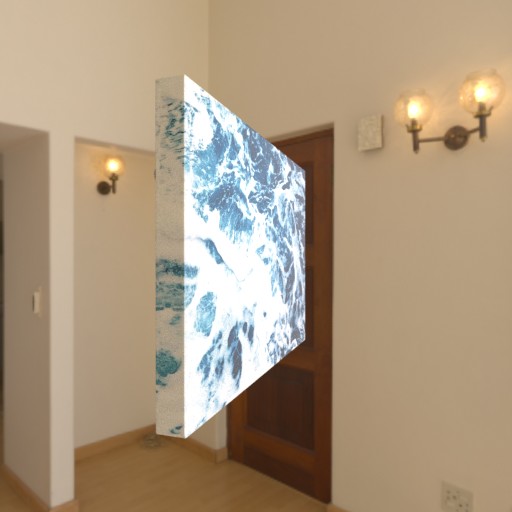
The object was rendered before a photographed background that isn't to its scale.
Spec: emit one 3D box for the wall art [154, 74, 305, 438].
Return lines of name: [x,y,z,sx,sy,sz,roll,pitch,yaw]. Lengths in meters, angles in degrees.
wall art: [0.000,0.000,0.786,0.043,0.407,0.609,0,0,19]
